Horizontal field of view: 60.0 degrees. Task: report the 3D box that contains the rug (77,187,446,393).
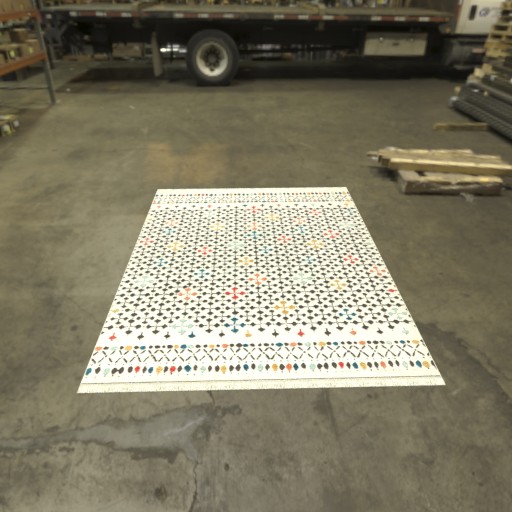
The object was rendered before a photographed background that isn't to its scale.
[{"bbox_3d":[0.000,0.000,2.035,1.146,0.006,1.556,-1,32,-1],"label":"rug"}]
